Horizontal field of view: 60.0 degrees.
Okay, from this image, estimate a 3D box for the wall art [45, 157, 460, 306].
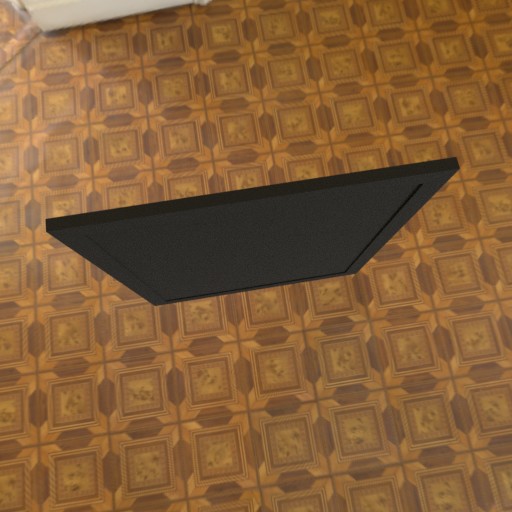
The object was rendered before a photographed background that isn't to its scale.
[{"bbox_3d":[0.000,0.000,0.504,0.311,0.361,0.010,-9,75,-2],"label":"wall art"}]
